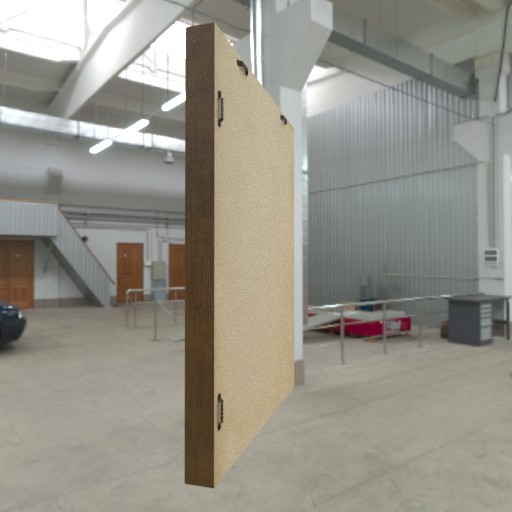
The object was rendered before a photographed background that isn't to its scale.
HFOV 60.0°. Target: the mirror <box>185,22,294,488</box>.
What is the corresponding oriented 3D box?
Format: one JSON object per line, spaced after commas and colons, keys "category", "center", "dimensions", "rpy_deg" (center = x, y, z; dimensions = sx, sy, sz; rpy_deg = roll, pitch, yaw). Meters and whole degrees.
{"category": "mirror", "center": [0.000, 0.000, 0.681], "dimensions": [0.041, 0.509, 0.406], "rpy_deg": [0, -1, 17]}
